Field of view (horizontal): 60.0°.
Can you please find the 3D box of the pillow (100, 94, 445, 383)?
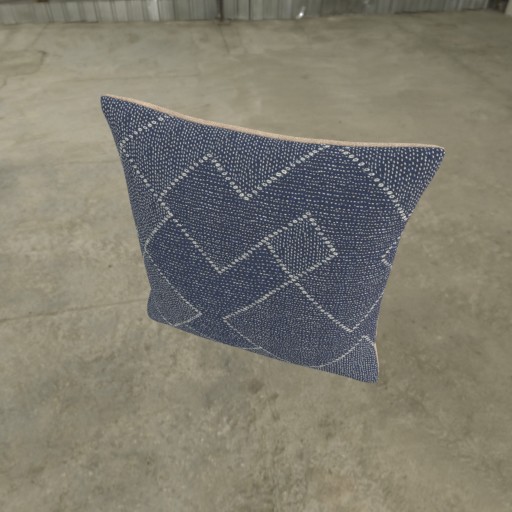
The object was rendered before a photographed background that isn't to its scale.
[{"bbox_3d":[0.000,0.000,0.662,0.435,0.428,0.148,13,43,15],"label":"pillow"}]
